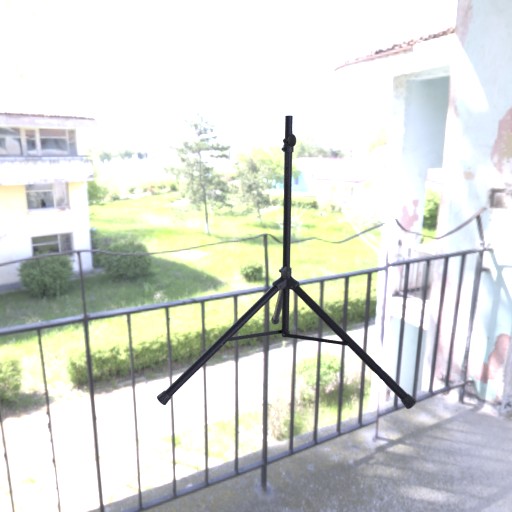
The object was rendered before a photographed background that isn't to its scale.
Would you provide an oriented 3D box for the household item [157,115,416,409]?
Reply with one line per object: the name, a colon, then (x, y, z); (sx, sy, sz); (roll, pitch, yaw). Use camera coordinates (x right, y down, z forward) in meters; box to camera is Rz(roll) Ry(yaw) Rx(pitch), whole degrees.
household item: (0.000, 0.000, 1.859); (0.907, 1.136, 1.045); (-8, 16, -27)
